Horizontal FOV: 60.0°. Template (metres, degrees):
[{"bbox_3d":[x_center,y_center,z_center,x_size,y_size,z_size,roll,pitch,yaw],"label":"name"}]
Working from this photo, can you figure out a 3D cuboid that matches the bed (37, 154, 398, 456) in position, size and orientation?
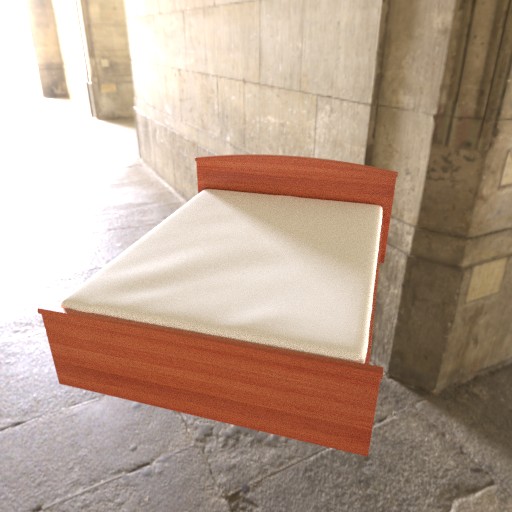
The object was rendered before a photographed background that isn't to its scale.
[{"bbox_3d":[0.000,0.000,2.923,1.683,0.848,2.053,8,27,15],"label":"bed"}]
